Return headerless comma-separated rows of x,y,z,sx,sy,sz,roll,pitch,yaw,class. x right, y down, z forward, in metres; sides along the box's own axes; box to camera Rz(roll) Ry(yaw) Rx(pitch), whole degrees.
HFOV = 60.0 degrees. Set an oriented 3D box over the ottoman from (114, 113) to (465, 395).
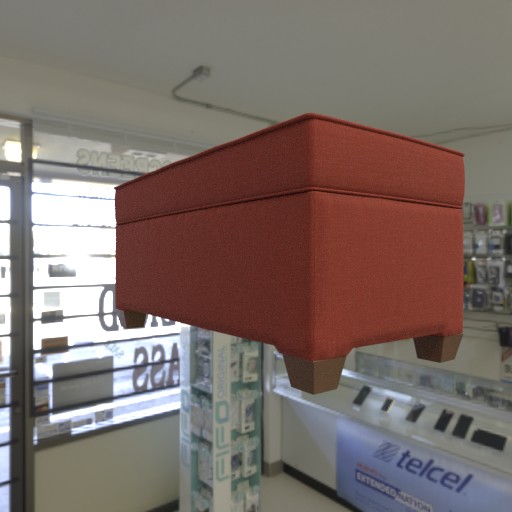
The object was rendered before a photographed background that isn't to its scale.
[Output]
0.000,0.000,1.199,0.497,0.454,0.948,0,0,-36,ottoman
